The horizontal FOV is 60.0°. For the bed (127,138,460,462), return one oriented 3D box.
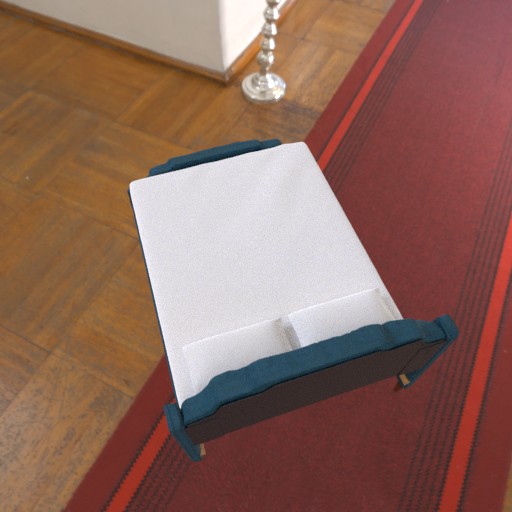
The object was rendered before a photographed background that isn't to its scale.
[{"bbox_3d":[0.000,0.000,3.344,1.676,1.351,2.322,-15,59,-10],"label":"bed"}]
